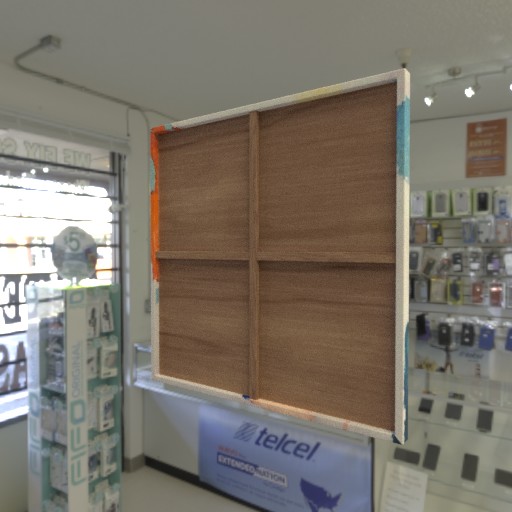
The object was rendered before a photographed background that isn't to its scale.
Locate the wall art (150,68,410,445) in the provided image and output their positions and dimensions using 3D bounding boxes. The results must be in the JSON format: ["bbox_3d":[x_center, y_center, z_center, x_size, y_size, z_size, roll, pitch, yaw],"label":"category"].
[{"bbox_3d":[0.000,0.000,1.208,0.814,0.814,0.037,1,1,36],"label":"wall art"}]
